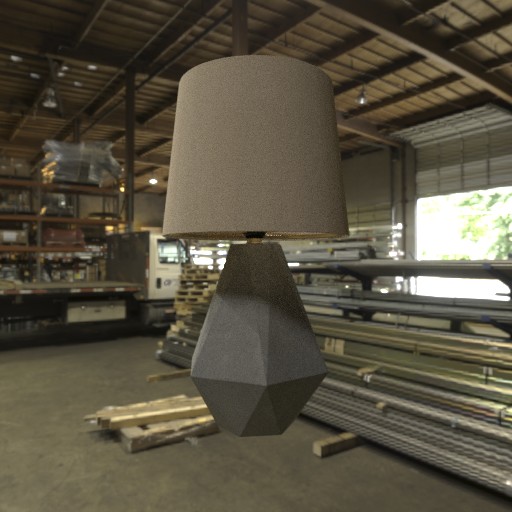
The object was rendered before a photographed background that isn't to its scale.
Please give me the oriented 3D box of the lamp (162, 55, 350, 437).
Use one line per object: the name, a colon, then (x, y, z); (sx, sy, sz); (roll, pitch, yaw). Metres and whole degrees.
lamp: (0.000, 0.000, 0.667); (0.276, 0.501, 0.276); (0, 0, 0)
